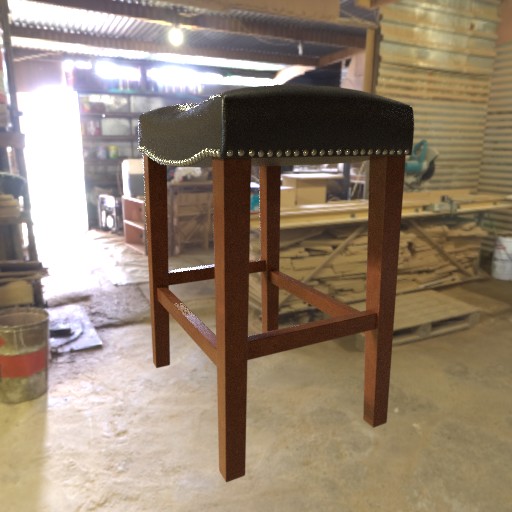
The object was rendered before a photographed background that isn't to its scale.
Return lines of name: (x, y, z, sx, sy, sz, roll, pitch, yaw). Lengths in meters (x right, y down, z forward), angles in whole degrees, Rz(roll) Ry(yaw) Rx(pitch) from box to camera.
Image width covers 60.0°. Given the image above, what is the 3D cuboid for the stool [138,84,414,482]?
stool: (0.000, 0.000, 0.964, 0.372, 0.654, 0.504, -7, 16, -26)
